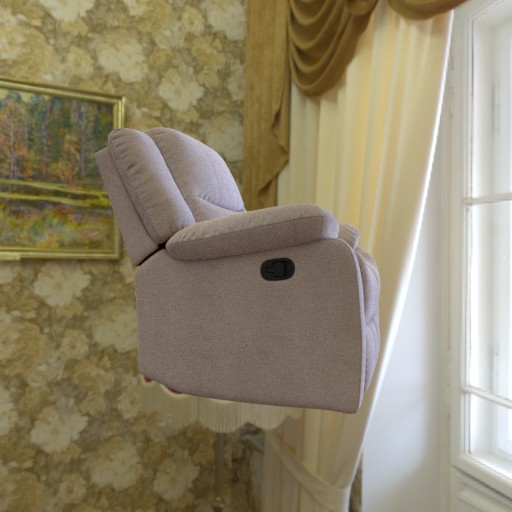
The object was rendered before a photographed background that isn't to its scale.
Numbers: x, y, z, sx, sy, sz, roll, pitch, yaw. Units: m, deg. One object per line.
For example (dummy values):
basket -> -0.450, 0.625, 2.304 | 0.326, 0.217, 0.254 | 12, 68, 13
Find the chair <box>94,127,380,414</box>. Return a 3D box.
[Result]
chair -> 0.000, 0.000, 1.777 | 0.944, 1.008, 0.899 | 0, -1, 19
